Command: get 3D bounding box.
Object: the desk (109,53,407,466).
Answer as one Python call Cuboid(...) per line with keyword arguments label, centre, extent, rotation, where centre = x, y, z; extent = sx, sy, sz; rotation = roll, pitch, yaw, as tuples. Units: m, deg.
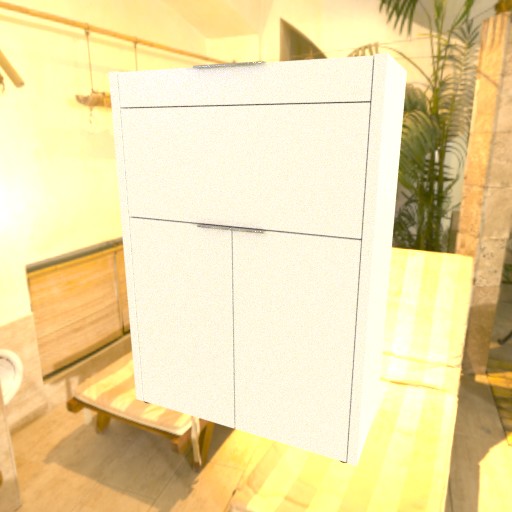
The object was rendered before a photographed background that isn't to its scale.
Cuboid(label="desk", centre=(0.000, 0.000, 1.537), extent=(0.850, 1.190, 0.390), rotation=(7, 17, 24))
